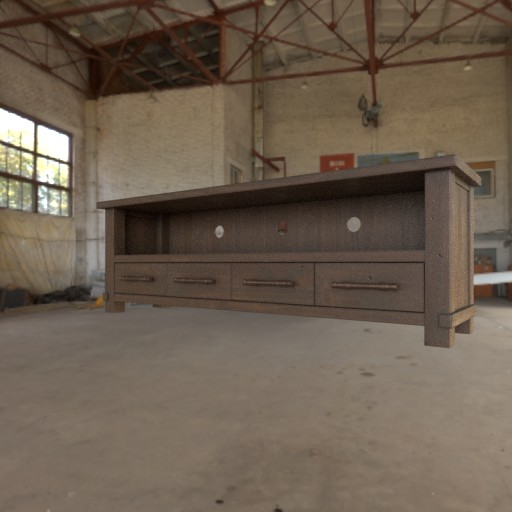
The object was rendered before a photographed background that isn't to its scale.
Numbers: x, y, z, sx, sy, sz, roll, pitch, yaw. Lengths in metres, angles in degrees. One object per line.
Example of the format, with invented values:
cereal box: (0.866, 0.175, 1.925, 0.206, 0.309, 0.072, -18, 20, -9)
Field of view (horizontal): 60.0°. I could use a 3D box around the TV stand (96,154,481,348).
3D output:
TV stand: (0.000, 0.000, 2.108, 1.866, 0.615, 0.471, -1, -1, 36)
